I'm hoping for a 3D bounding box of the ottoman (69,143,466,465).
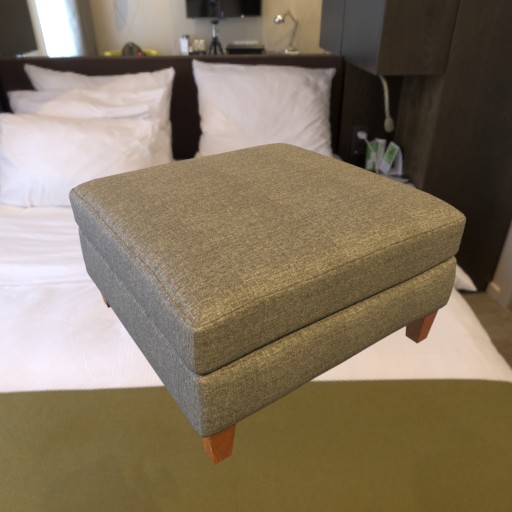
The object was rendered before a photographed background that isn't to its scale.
[{"bbox_3d":[0.000,0.000,1.338,0.838,0.481,0.838,-19,35,-30],"label":"ottoman"}]
